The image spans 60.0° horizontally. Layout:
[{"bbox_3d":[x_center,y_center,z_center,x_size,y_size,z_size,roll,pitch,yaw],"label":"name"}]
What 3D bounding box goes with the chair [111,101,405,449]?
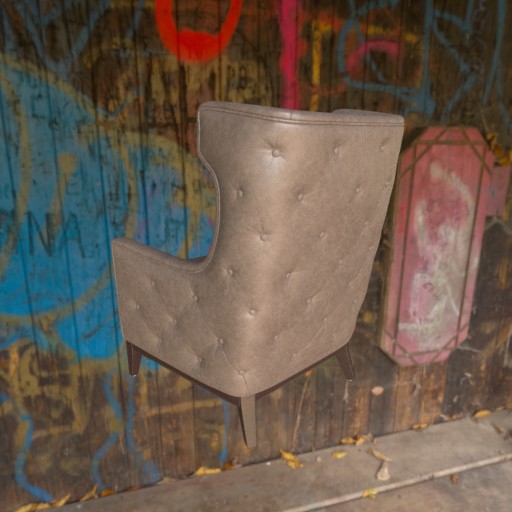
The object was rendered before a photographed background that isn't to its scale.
[{"bbox_3d":[0.000,0.000,1.697,0.769,1.079,0.899,-15,21,-43],"label":"chair"}]
